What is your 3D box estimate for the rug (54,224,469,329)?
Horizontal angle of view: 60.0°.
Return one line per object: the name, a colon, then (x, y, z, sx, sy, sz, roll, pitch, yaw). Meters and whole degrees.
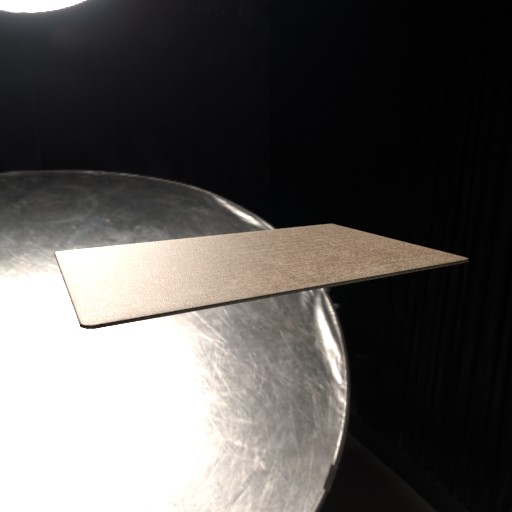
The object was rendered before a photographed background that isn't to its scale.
rug: (0.000, 0.000, 3.078, 2.469, 0.024, 1.539, -7, 16, -27)
